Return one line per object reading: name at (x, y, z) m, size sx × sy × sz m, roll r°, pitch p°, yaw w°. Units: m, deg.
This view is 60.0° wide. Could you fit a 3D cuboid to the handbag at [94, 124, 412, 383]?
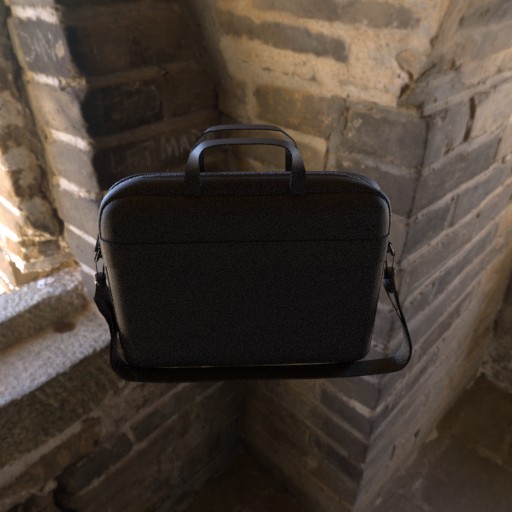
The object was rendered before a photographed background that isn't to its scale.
handbag at (0.000, 0.000, 0.589) m, size 0.429 × 0.330 × 0.126 m, roll -1°, pitch 30°, yaw -2°
